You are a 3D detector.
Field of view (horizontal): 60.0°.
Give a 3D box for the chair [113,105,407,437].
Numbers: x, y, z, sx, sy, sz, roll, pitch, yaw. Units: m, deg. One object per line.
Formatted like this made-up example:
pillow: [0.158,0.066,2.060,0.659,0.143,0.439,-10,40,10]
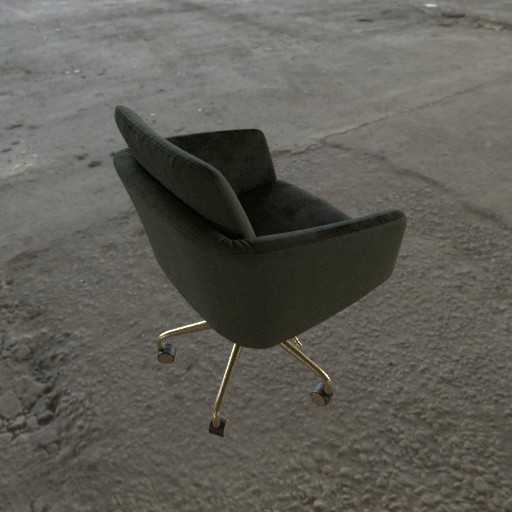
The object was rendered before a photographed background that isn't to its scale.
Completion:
chair: [0.000,0.000,1.320,0.635,0.908,0.641,-25,44,-28]
